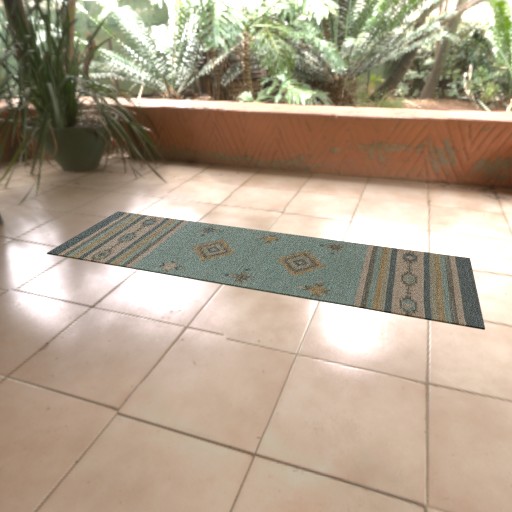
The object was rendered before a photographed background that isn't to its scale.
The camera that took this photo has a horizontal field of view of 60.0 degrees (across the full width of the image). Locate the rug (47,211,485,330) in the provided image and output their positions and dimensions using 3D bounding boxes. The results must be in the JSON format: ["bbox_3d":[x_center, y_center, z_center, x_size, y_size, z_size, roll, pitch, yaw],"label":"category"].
[{"bbox_3d":[0.000,0.000,2.673,2.441,0.010,0.744,9,28,16],"label":"rug"}]
